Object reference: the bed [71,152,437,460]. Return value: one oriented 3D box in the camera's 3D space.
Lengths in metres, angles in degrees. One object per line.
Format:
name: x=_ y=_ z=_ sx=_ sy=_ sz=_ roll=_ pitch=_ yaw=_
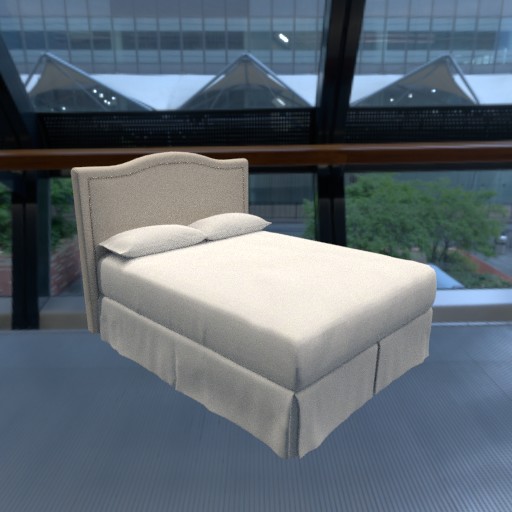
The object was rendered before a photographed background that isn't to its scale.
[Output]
bed: x=0.000 y=0.000 z=3.309 sx=2.143 sy=1.460 sz=1.753 roll=15 pitch=21 yaw=42
